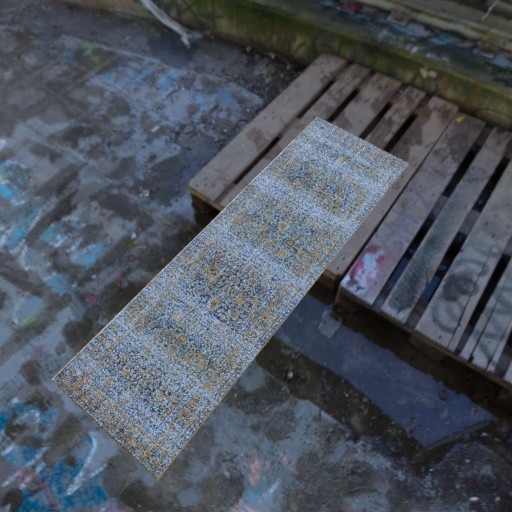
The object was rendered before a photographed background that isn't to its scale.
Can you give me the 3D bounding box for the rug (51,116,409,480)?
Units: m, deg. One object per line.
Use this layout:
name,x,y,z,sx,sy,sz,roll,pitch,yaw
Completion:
rug,0.000,0.000,2.470,0.704,0.014,2.294,34,64,18
